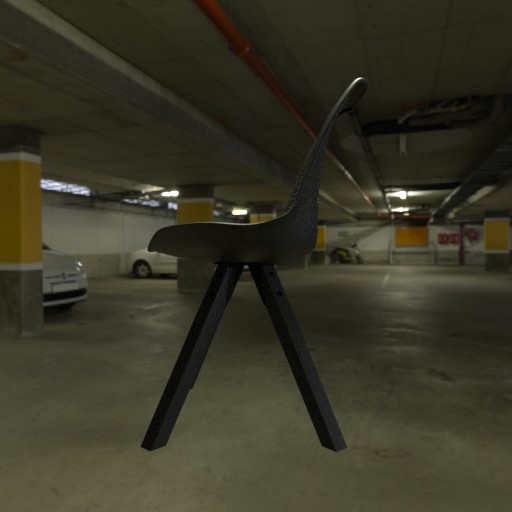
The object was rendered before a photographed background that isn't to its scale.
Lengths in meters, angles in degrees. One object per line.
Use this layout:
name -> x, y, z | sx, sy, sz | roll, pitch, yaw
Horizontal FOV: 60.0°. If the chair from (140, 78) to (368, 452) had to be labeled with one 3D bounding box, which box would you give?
chair -> 0.000, 0.000, 1.179 | 0.550, 0.850, 0.485 | 0, 1, 0
